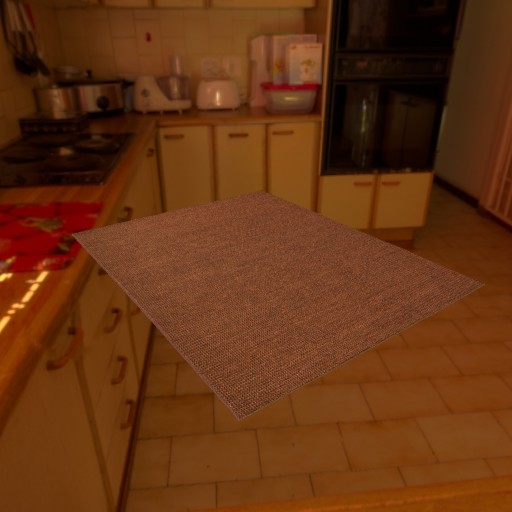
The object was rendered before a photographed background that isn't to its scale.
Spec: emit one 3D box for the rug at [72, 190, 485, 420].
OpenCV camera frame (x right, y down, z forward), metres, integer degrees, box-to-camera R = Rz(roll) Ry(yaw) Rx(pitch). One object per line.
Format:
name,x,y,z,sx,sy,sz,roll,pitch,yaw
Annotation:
rug,0.000,0.000,4.099,2.456,0.021,3.068,-18,32,-32
